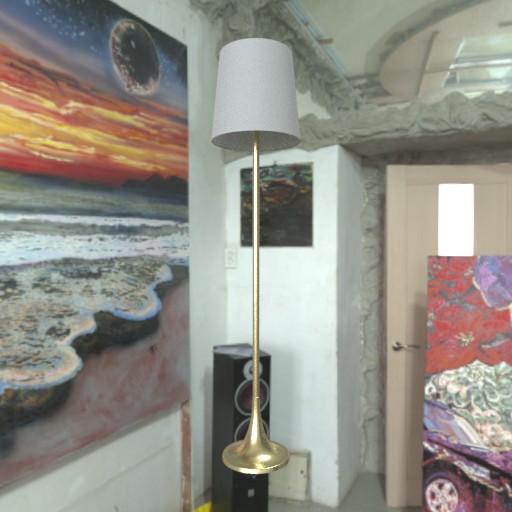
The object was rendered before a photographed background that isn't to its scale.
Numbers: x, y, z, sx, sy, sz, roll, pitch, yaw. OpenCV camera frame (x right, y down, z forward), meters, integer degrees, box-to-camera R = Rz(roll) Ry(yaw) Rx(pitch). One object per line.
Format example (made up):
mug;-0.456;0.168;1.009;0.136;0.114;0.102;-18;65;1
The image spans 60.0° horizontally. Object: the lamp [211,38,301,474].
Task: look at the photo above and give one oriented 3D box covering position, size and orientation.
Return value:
lamp;0.000;0.000;1.691;0.337;1.543;0.337;0;1;0
